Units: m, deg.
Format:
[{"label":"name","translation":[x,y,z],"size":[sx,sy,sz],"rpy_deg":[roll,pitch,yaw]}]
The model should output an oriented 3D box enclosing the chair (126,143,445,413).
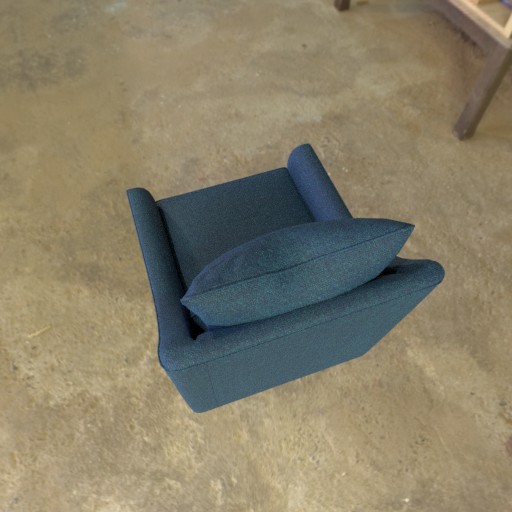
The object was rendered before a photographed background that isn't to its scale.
[{"label":"chair","translation":[0.000,0.000,1.567],"size":[0.750,0.939,0.870],"rpy_deg":[-17,60,-10]}]
